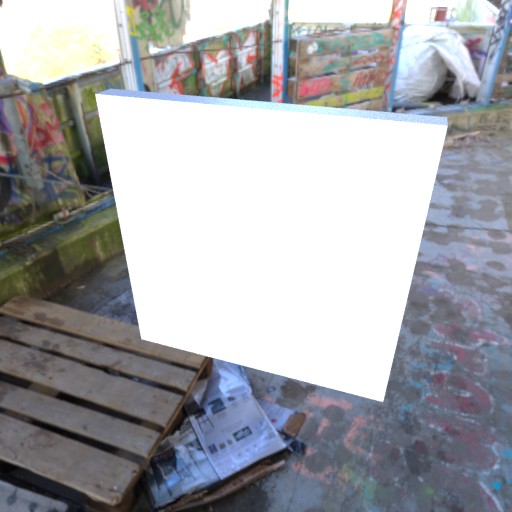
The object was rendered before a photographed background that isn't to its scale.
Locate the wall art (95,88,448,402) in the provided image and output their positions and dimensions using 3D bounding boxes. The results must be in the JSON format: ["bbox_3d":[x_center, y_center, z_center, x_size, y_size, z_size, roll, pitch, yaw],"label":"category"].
[{"bbox_3d":[0.000,0.000,0.533,0.355,0.355,0.027,11,34,16],"label":"wall art"}]
